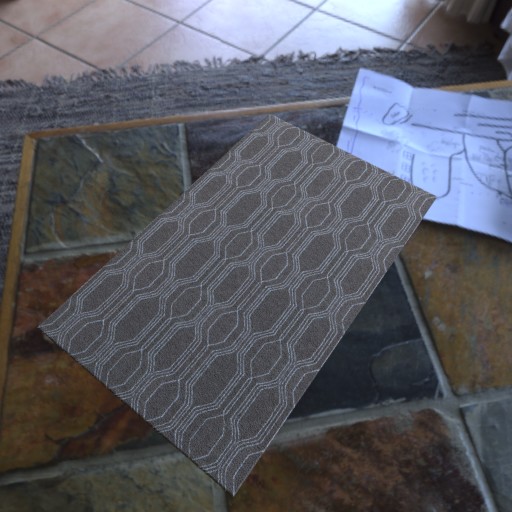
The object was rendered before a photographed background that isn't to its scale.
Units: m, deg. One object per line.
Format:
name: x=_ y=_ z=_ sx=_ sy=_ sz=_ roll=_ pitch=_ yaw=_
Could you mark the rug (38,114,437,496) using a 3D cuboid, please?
rug: x=0.000 y=0.000 z=3.017 sx=1.541 sy=0.012 sz=2.457 roll=32 pitch=63 yaw=19
